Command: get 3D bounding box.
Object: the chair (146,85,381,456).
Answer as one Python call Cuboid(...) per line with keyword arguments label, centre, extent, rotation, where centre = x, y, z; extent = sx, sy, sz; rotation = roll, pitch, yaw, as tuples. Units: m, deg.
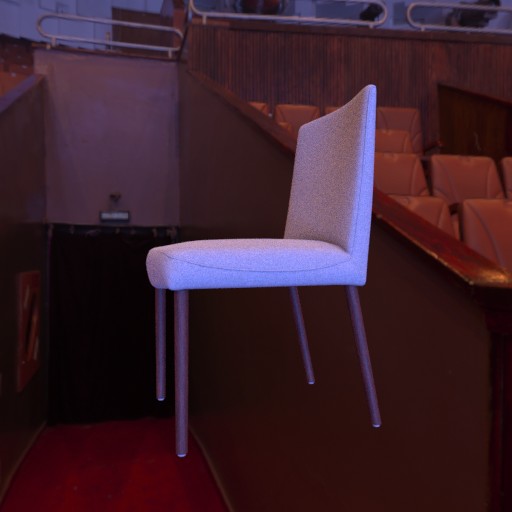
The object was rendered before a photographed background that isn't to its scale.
Cuboid(label="chair", centre=(0.000, 0.000, 1.213), extent=(0.570, 0.859, 0.456), rotation=(0, 1, -19))
